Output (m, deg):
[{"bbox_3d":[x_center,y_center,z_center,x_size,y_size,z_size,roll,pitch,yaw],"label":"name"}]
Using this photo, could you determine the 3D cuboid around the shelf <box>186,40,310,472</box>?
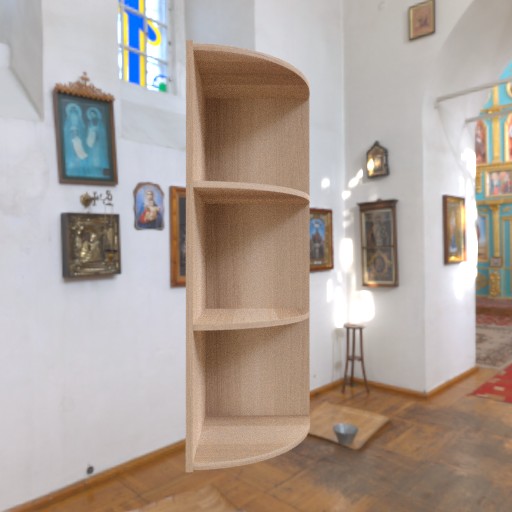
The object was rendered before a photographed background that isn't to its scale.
[{"bbox_3d":[0.000,0.000,1.042,0.290,0.872,0.290,0,0,-1],"label":"shelf"}]
